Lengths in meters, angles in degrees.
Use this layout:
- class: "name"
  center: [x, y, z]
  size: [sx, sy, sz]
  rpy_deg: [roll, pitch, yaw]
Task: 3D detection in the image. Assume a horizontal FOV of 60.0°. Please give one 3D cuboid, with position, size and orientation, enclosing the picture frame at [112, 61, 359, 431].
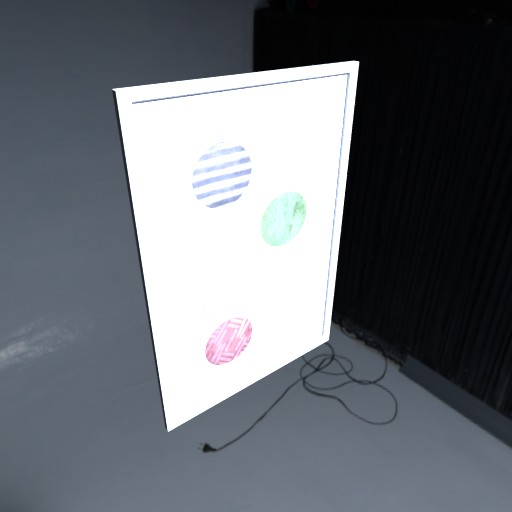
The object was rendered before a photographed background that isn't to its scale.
- class: "picture frame"
  center: [0.000, 0.000, 0.854]
  size: [0.457, 0.657, 0.013]
  rpy_deg: [-21, 37, -31]
